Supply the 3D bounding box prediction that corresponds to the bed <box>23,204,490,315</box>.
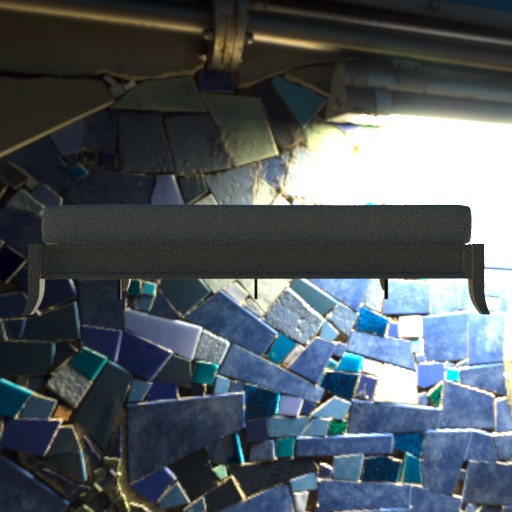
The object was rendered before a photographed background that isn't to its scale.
[{"bbox_3d":[0.000,0.000,2.610,1.985,0.510,1.460,0,0,0],"label":"bed"}]
